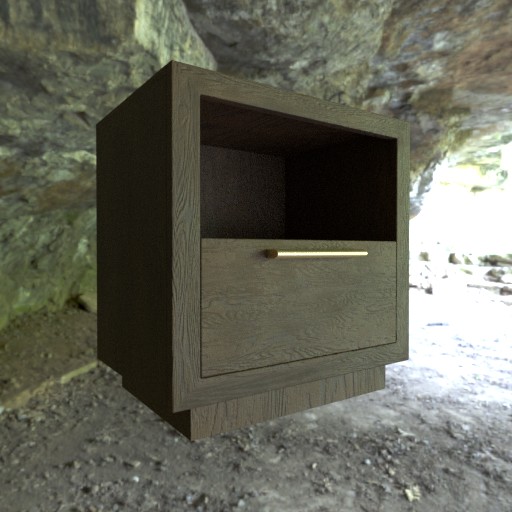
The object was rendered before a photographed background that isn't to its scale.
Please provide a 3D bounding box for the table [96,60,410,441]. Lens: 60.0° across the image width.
[{"bbox_3d":[0.000,0.000,0.965,0.560,0.585,0.439,-1,1,-35],"label":"table"}]
